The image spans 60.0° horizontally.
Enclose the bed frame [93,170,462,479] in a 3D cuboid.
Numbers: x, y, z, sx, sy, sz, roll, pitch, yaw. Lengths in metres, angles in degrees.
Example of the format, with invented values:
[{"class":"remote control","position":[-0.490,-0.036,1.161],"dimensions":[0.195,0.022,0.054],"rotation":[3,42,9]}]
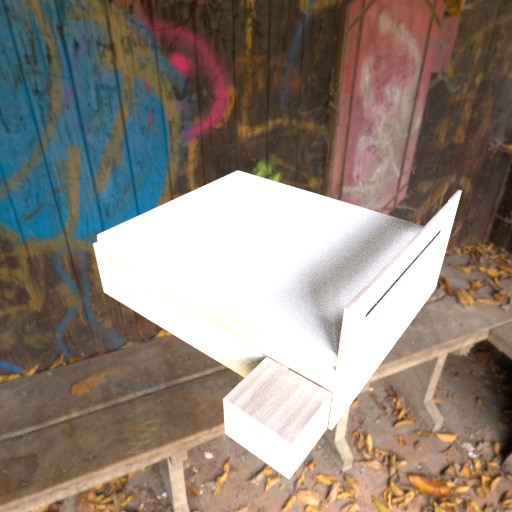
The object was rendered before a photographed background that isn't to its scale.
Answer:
[{"class":"bed frame","position":[0.000,0.000,3.175],"dimensions":[2.050,0.860,2.040],"rotation":[23,39,31]}]
